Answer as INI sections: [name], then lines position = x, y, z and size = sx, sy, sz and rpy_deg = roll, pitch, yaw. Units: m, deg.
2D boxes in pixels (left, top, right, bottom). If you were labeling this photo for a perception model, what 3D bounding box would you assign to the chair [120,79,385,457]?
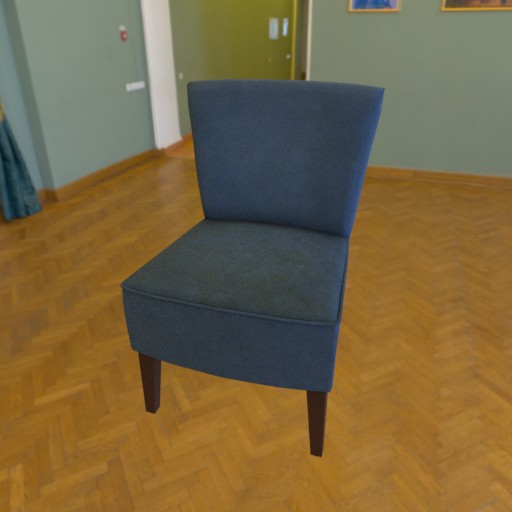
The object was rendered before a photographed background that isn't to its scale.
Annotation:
[chair]
position = 0.000, 0.000, 1.144
size = 0.521, 0.806, 0.551
rpy_deg = 8, 28, 15
